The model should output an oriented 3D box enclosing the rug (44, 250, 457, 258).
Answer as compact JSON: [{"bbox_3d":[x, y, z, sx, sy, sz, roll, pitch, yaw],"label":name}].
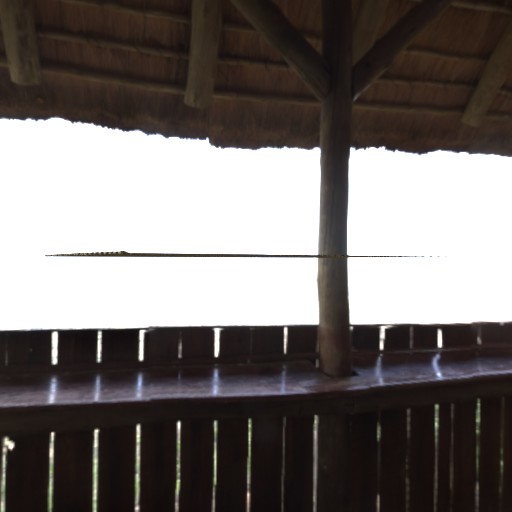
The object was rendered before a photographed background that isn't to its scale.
[{"bbox_3d":[0.000,0.000,2.342,1.875,0.013,1.162,0,-1,-36],"label":"rug"}]
